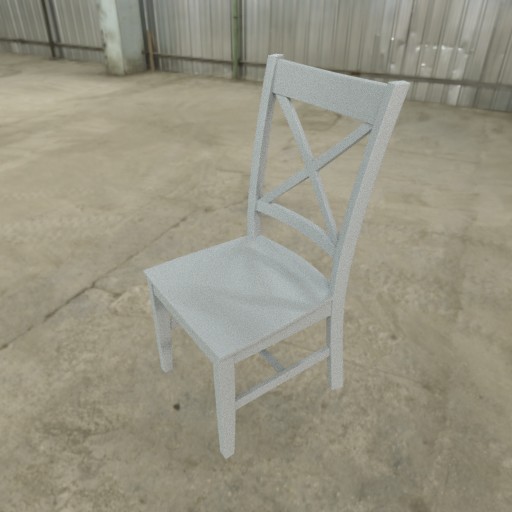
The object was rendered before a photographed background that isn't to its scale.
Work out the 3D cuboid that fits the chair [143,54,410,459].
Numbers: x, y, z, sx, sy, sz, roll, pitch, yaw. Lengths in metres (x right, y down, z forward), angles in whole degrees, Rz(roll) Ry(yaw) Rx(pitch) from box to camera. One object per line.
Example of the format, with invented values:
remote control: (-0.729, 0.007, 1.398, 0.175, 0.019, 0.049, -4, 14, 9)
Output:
chair: (0.000, 0.000, 1.292, 0.542, 0.983, 0.485, -21, 39, -29)
